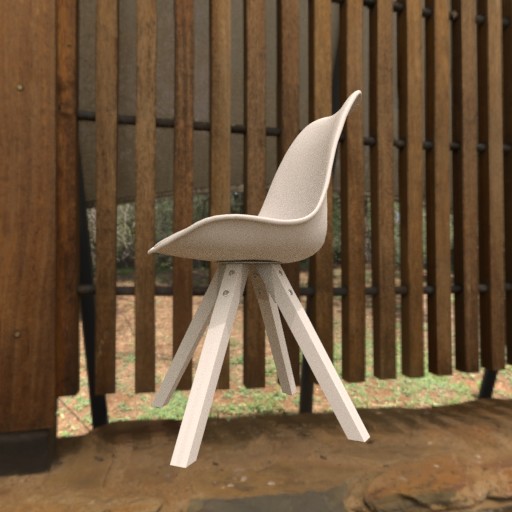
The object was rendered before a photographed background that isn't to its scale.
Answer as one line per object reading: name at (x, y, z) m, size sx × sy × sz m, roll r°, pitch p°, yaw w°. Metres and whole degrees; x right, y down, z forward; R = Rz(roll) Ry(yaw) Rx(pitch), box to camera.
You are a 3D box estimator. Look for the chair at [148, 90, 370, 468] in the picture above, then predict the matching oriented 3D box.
chair at (0.000, 0.000, 1.159) m, size 0.550 × 0.850 × 0.485 m, roll 1°, pitch -2°, yaw -19°
